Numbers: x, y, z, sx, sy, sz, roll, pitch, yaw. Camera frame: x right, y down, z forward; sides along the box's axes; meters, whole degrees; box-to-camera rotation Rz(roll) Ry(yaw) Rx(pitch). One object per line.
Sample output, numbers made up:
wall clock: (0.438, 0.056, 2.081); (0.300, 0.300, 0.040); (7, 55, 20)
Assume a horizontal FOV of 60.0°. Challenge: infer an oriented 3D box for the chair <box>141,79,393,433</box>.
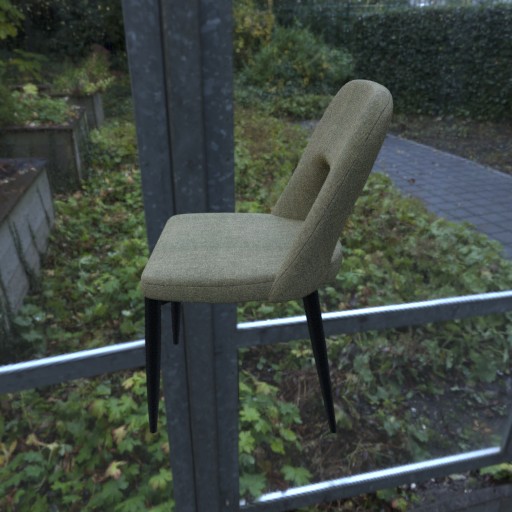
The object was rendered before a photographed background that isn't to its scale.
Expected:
chair: (0.000, 0.000, 1.266); (0.612, 0.931, 0.470); (0, 26, 0)
